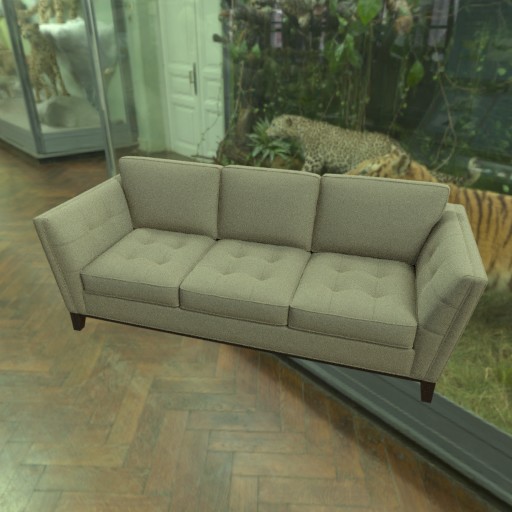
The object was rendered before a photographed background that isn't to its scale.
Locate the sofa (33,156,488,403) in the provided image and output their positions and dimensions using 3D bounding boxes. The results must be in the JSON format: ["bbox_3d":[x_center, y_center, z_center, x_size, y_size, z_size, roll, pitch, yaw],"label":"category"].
[{"bbox_3d":[0.000,0.000,2.761,2.388,0.940,0.965,8,29,15],"label":"sofa"}]
